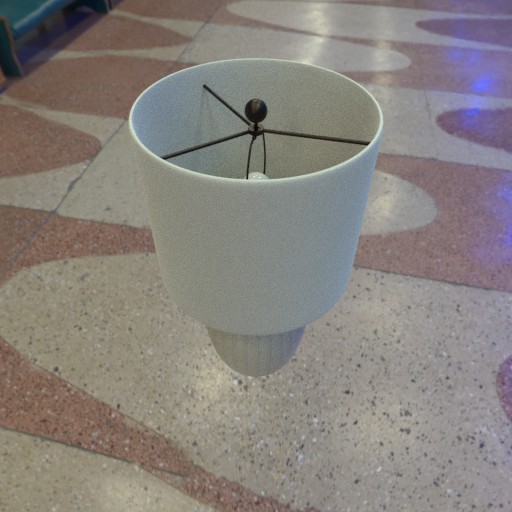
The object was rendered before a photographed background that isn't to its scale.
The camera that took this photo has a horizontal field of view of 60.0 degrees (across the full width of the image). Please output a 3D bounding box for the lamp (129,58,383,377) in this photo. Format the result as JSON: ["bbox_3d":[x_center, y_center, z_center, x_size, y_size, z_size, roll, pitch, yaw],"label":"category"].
[{"bbox_3d":[0.000,0.000,0.772,0.328,0.570,0.328,0,45,0],"label":"lamp"}]
